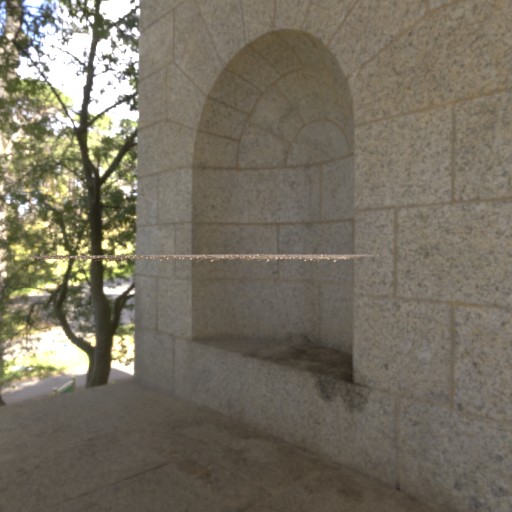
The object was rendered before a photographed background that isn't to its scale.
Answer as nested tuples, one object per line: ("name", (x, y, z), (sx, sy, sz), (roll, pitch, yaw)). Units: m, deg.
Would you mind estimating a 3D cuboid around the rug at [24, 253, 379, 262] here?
("rug", (0.000, 0.000, 3.062), (1.528, 0.034, 2.523), (0, 0, 18))
